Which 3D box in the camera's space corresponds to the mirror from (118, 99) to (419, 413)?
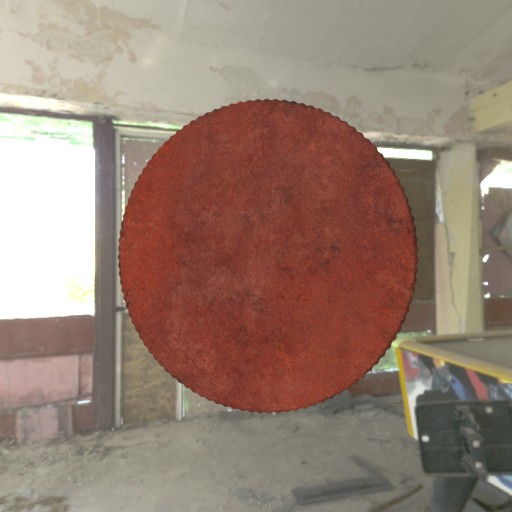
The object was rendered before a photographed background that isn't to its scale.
[{"bbox_3d":[0.000,0.000,0.887,0.609,0.609,0.056,0,0,18],"label":"mirror"}]
